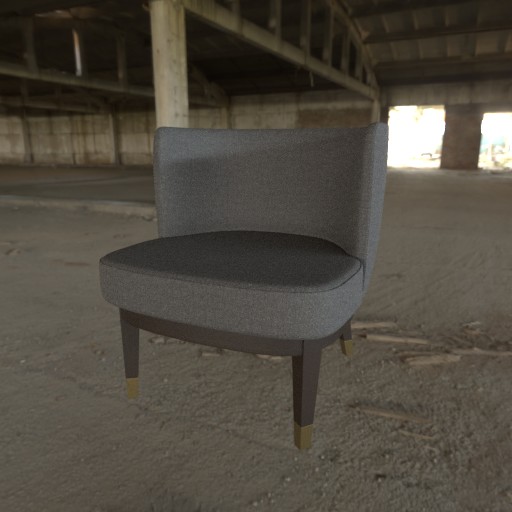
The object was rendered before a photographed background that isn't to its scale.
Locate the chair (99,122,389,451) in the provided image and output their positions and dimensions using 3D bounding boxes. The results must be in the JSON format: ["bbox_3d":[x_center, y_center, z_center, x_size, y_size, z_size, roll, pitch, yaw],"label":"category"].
[{"bbox_3d":[0.000,0.000,1.217,0.639,0.695,0.698,7,15,24],"label":"chair"}]
